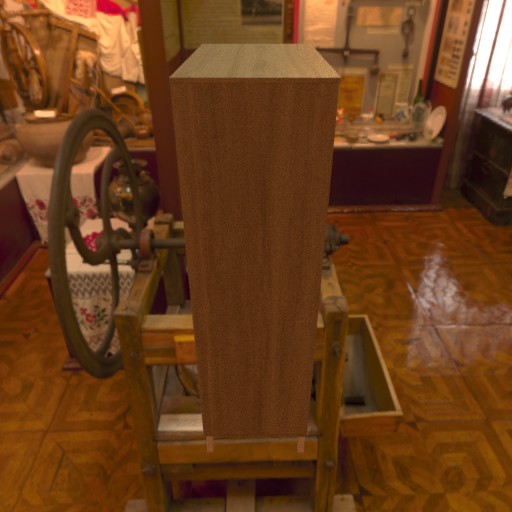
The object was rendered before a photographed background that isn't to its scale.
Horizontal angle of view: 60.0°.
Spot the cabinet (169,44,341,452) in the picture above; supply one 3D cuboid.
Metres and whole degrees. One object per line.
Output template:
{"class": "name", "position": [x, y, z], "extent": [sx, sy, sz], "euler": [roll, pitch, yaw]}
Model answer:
{"class": "cabinet", "position": [0.000, 0.000, 2.421], "extent": [0.571, 1.999, 1.006], "euler": [0, 31, 0]}
